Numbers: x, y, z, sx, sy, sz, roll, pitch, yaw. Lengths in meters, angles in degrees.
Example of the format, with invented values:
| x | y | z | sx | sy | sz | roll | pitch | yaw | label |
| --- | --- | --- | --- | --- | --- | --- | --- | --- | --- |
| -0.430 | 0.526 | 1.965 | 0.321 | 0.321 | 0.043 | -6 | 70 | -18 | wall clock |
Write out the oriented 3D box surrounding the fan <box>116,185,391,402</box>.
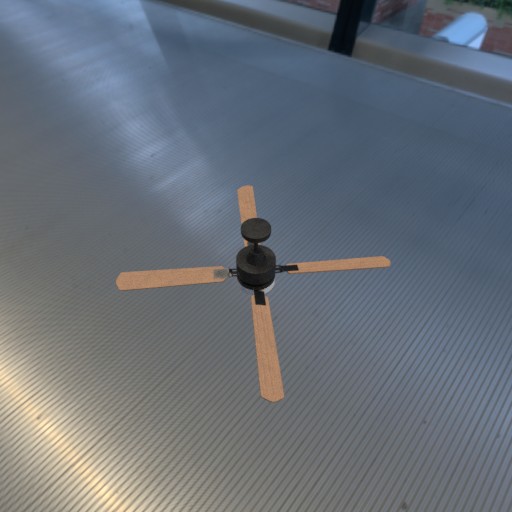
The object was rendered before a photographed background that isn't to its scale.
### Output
| x | y | z | sx | sy | sz | roll | pitch | yaw | label |
| --- | --- | --- | --- | --- | --- | --- | --- | --- | --- |
| 0.000 | 0.000 | 2.048 | 1.320 | 0.355 | 1.320 | -4 | 47 | -4 | fan |
